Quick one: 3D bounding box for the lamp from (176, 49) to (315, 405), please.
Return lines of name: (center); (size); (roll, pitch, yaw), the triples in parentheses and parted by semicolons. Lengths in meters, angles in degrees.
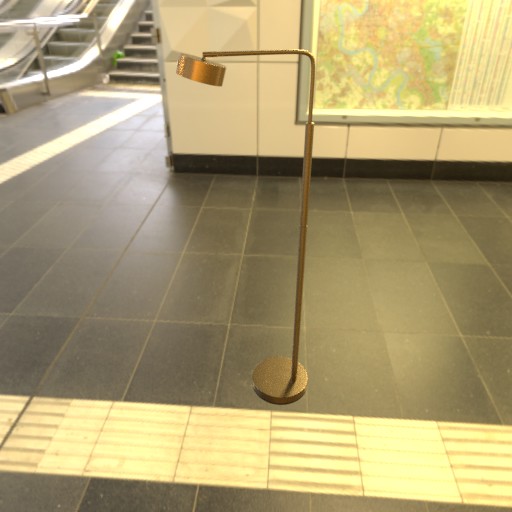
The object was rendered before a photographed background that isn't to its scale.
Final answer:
lamp: (0.000, 0.000, 1.443); (0.418, 1.230, 0.219); (-8, 32, -13)
